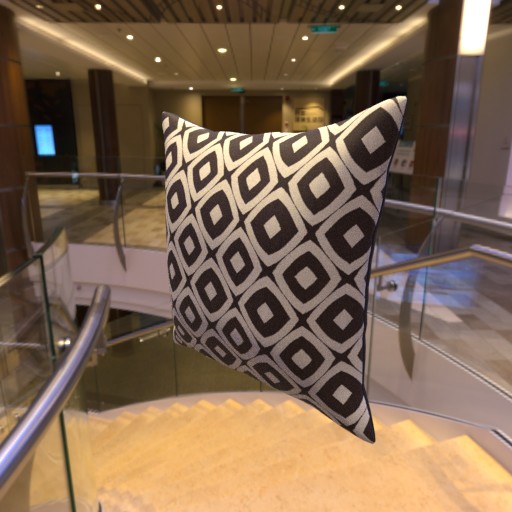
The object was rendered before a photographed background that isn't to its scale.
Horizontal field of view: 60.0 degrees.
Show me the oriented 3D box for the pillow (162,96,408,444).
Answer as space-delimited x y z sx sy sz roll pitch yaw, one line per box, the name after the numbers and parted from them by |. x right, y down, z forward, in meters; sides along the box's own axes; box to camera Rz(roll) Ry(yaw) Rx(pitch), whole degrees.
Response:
0.000 0.000 0.766 0.504 0.494 0.188 14 21 42 | pillow
